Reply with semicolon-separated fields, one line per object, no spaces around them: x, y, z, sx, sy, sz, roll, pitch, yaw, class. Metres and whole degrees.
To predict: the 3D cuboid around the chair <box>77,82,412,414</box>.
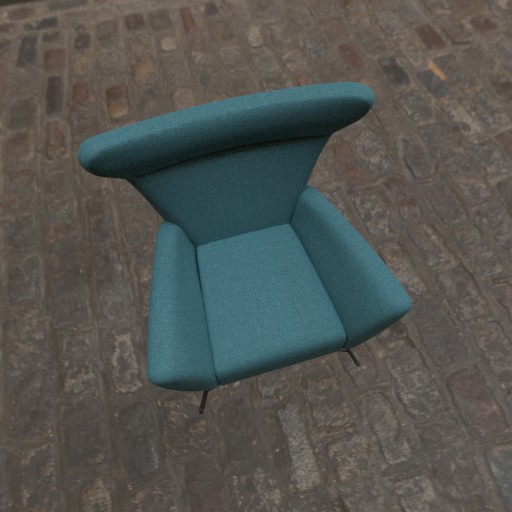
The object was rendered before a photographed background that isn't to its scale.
0.000;0.000;1.777;1.050;0.980;0.900;-15;64;-7;chair
